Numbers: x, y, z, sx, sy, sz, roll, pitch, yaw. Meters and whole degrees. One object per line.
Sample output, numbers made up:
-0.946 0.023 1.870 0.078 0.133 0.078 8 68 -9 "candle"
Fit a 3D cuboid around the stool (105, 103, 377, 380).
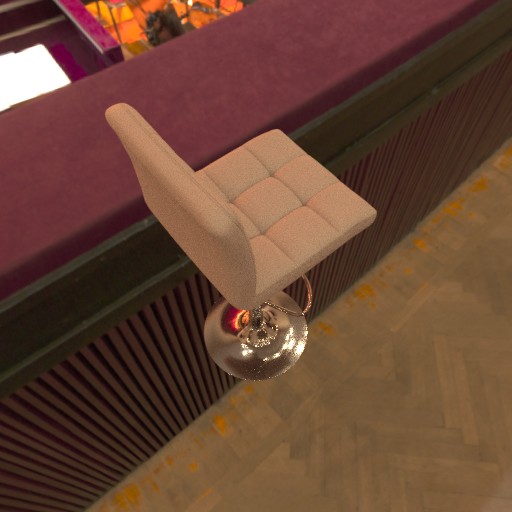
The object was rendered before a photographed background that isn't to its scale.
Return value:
0.000 0.000 1.363 0.505 1.115 0.430 -34 63 -20 "stool"
